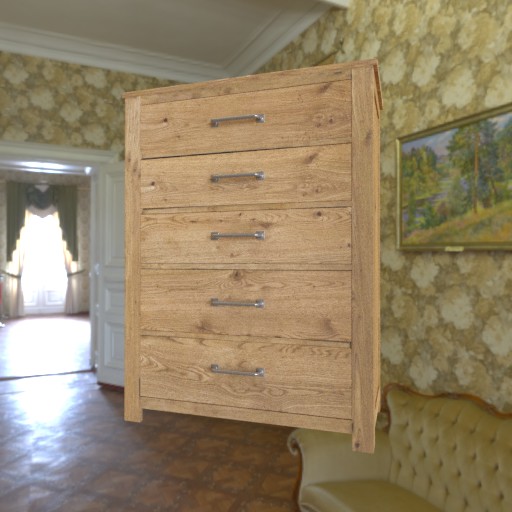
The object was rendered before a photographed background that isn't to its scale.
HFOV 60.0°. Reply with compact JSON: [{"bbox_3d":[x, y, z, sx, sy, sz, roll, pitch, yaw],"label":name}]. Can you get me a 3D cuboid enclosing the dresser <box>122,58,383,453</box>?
[{"bbox_3d":[0.000,0.000,1.992,1.081,1.431,0.558,0,0,18],"label":"dresser"}]
